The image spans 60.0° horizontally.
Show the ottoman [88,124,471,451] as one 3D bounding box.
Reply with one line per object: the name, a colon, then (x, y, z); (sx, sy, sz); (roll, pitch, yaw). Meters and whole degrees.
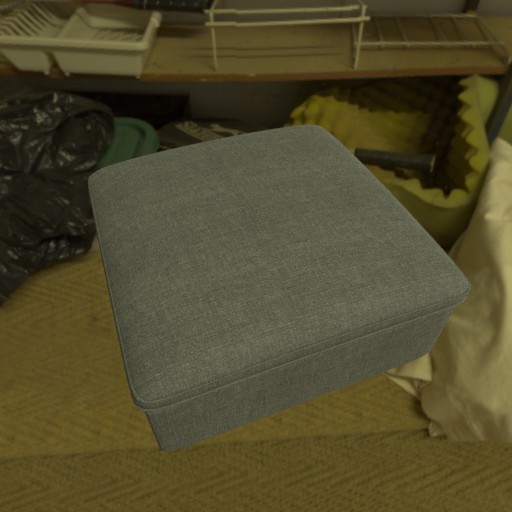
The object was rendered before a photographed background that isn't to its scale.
ottoman: (0.000, 0.000, 1.684); (1.067, 0.559, 1.067); (-16, 48, -15)
